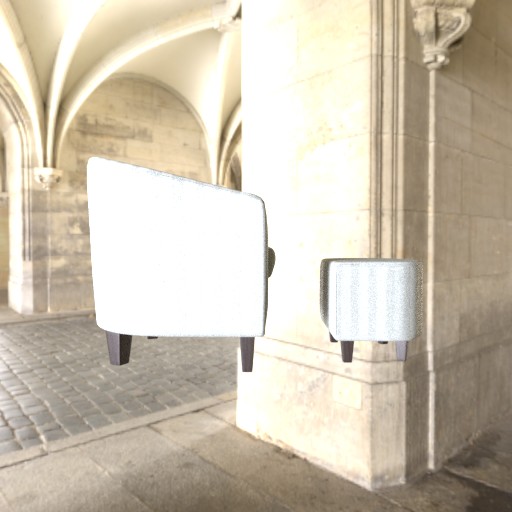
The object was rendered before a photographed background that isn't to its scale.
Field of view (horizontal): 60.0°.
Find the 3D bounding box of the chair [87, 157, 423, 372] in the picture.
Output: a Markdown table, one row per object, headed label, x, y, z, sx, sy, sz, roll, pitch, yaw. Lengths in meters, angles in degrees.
| label | x | y | z | sx | sy | sz | roll | pitch | yaw |
| --- | --- | --- | --- | --- | --- | --- | --- | --- | --- |
| chair | 0.000 | 0.000 | 1.768 | 1.288 | 0.757 | 0.756 | 0 | 2 | 2 |
